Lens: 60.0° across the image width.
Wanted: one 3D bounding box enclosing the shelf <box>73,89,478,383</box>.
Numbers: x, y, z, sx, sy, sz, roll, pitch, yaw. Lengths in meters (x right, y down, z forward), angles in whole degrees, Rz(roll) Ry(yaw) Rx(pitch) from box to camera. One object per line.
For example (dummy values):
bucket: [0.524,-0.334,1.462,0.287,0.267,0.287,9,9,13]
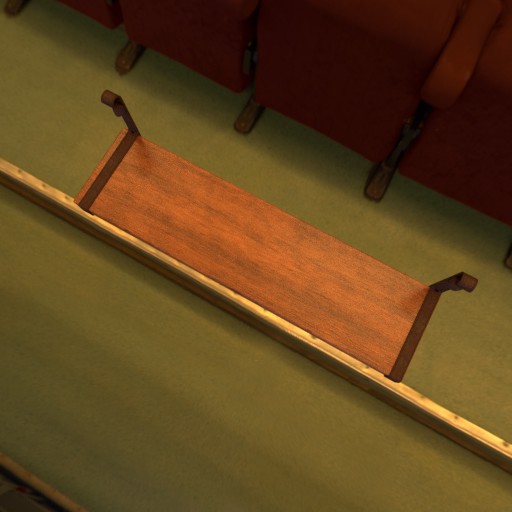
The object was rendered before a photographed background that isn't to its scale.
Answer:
shelf: [0.000,0.000,0.704,0.567,0.330,0.146,28,78,6]
